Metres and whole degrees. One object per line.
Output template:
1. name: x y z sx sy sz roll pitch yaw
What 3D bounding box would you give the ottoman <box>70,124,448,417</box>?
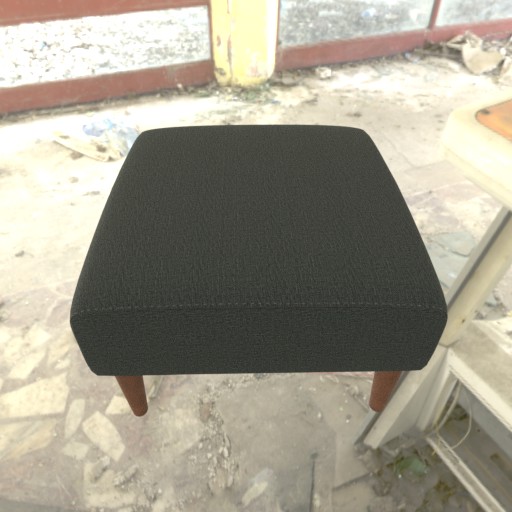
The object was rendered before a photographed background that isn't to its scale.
1. ottoman: 0.000 0.000 1.046 0.649 0.398 0.650 -1 41 -1
